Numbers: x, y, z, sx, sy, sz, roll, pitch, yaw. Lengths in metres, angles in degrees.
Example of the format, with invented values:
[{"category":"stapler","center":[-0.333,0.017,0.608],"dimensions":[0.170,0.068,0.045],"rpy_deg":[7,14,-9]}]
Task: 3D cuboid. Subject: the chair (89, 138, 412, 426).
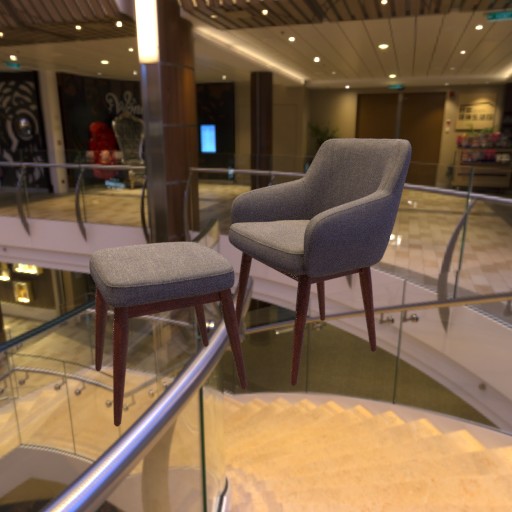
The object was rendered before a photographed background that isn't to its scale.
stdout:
[{"category":"chair","center":[0.000,0.000,1.571],"dimensions":[1.107,0.799,0.584],"rpy_deg":[-8,17,-26]}]
